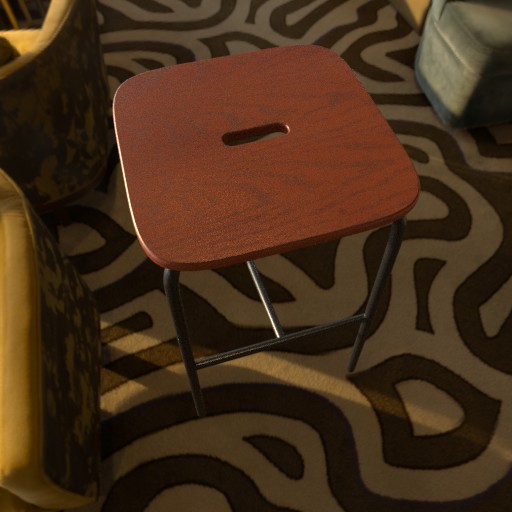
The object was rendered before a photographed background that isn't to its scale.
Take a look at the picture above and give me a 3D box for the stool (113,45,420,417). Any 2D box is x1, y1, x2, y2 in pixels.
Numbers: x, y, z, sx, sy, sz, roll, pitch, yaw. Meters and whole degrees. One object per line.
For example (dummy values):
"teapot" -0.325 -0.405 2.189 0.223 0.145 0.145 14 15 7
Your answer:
"stool" 0.000 0.000 0.847 0.376 0.610 0.376 -14 59 -9
